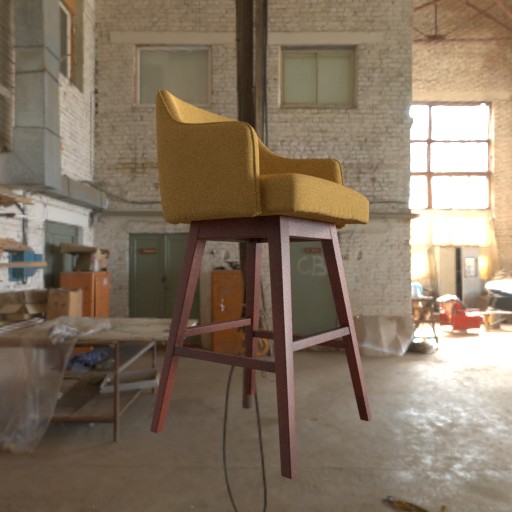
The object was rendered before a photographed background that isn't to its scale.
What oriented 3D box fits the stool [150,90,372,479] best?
[{"bbox_3d":[0.000,0.000,1.352,0.558,1.012,0.548,-1,-1,36],"label":"stool"}]
